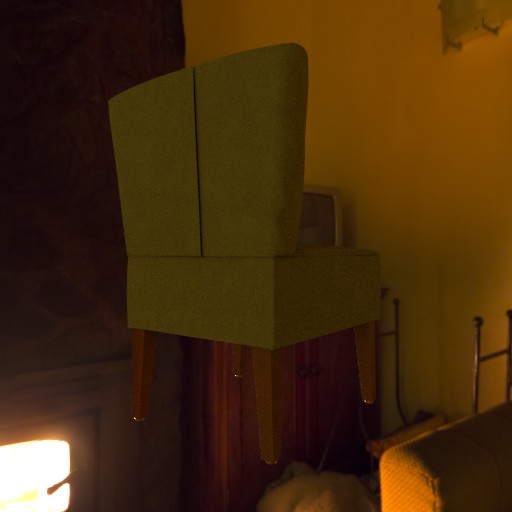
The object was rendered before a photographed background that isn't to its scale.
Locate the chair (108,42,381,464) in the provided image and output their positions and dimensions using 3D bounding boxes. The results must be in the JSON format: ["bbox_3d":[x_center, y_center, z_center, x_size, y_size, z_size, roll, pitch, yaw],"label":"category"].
[{"bbox_3d":[0.000,0.000,1.156,0.521,0.806,0.554,0,1,35],"label":"chair"}]
